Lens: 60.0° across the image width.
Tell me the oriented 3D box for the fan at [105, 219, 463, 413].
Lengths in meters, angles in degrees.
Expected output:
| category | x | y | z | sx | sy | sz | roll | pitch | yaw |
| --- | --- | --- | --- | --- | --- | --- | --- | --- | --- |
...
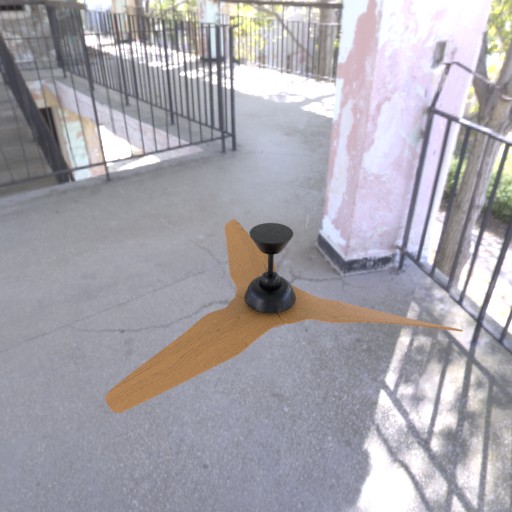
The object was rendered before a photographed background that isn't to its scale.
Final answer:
| category | x | y | z | sx | sy | sz | roll | pitch | yaw |
| --- | --- | --- | --- | --- | --- | --- | --- | --- | --- |
| fan | 0.000 | 0.000 | 1.676 | 1.142 | 0.355 | 1.010 | -9 | 33 | -15 |
